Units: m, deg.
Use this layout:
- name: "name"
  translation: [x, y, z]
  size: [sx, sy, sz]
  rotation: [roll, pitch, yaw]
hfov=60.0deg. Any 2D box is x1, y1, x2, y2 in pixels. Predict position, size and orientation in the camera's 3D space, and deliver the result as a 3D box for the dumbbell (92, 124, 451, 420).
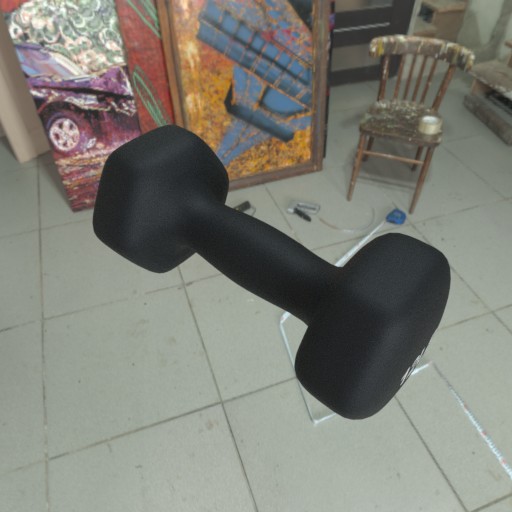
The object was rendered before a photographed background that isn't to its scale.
- name: "dumbbell"
  translation: [0.000, 0.000, 0.289]
  size: [0.231, 0.101, 0.112]
  rotation: [32, 53, 27]
